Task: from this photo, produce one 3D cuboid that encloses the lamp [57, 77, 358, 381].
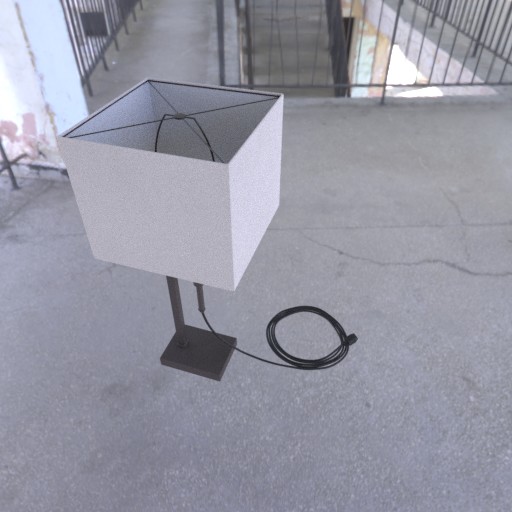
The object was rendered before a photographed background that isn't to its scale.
[{"bbox_3d":[0.000,0.000,0.967,0.504,0.660,0.399,12,42,14],"label":"lamp"}]
